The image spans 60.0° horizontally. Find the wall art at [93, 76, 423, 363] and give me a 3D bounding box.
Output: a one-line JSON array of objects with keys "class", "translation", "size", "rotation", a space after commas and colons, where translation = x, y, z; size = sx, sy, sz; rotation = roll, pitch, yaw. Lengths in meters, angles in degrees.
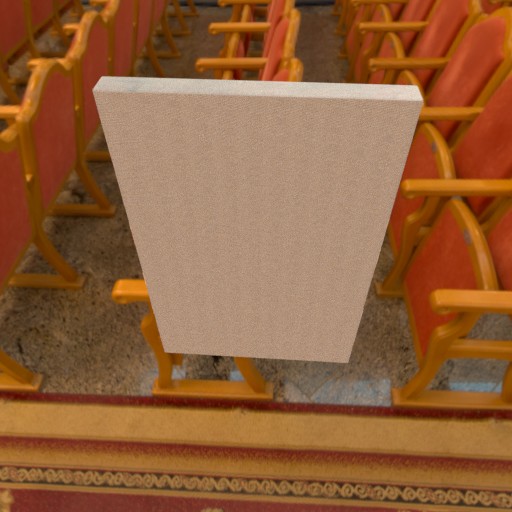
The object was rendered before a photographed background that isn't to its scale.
[{"class": "wall art", "translation": [0.000, 0.000, 1.158], "size": [0.609, 0.911, 0.061], "rotation": [3, 46, 3]}]
